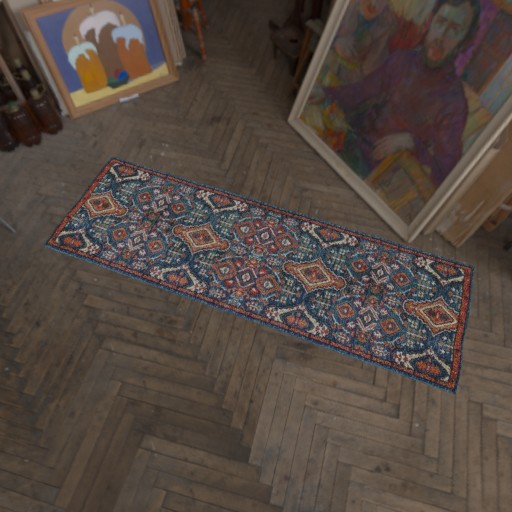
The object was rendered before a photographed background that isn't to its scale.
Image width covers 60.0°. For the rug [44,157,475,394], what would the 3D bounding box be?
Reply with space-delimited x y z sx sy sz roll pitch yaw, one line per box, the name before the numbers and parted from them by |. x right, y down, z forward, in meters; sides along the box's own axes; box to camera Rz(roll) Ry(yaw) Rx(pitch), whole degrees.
rug | 0.000 0.000 2.637 2.459 0.010 0.801 18 60 11
